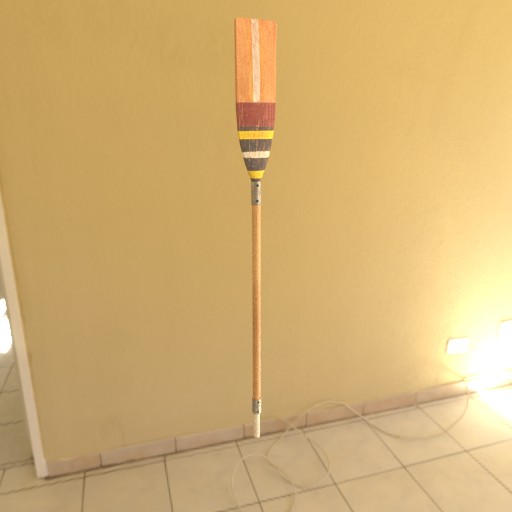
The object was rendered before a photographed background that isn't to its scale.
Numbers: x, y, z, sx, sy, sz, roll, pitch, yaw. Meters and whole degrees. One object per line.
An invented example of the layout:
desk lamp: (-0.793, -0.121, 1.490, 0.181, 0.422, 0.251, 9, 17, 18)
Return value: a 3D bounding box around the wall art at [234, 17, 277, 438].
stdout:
wall art: (0.000, 0.000, 1.617, 0.146, 1.556, 0.038, -8, 18, -26)
